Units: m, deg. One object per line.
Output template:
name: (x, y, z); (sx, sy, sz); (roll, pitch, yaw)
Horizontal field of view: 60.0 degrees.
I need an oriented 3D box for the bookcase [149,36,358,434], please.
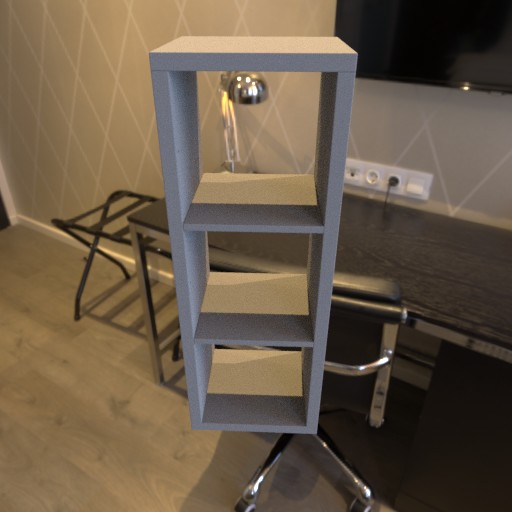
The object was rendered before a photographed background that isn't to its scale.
bookcase: (0.000, 0.000, 1.244); (0.390, 1.080, 0.330); (1, 31, 2)
